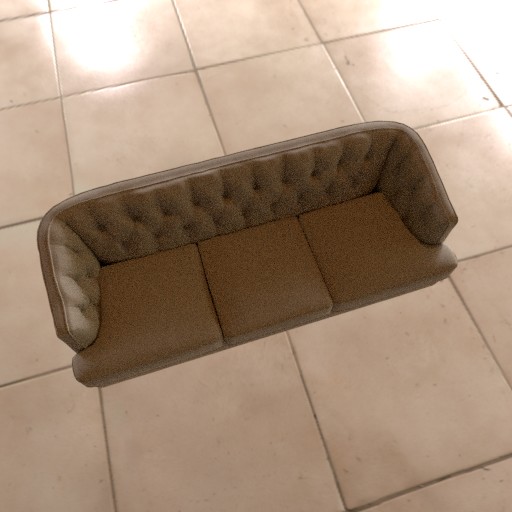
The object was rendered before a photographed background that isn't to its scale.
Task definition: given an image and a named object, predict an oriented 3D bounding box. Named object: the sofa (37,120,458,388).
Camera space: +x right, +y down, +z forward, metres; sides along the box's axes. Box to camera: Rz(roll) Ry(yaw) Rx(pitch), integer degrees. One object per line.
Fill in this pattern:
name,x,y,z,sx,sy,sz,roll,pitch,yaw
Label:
sofa,0.000,0.000,2.696,2.278,0.855,0.941,-16,64,-8
